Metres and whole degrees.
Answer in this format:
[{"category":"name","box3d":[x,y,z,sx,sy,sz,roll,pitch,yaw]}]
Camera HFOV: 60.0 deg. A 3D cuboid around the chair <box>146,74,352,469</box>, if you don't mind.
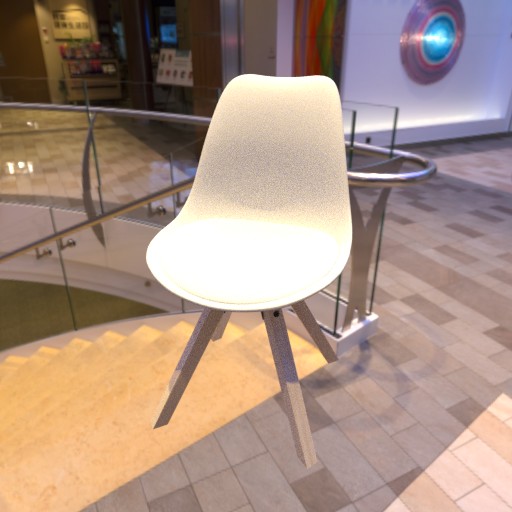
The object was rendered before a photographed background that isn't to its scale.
[{"category":"chair","box3d":[0.000,0.000,1.161,0.485,0.850,0.550,7,27,15]}]
